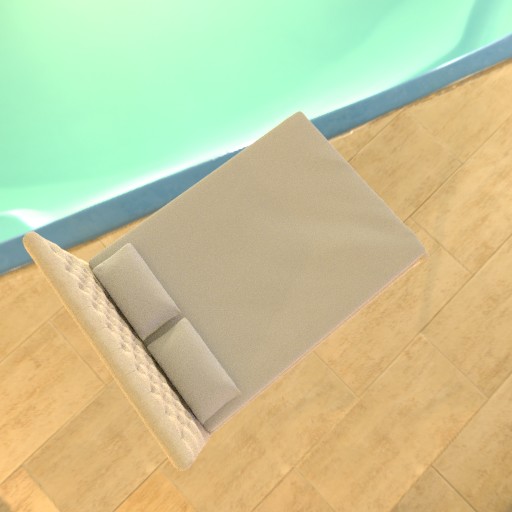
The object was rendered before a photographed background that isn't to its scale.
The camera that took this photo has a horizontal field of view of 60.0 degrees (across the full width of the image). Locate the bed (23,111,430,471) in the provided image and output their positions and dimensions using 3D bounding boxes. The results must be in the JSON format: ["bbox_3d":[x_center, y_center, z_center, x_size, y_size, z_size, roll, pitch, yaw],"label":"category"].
[{"bbox_3d":[0.000,0.000,3.397,2.387,1.427,1.698,-37,79,-9],"label":"bed"}]
